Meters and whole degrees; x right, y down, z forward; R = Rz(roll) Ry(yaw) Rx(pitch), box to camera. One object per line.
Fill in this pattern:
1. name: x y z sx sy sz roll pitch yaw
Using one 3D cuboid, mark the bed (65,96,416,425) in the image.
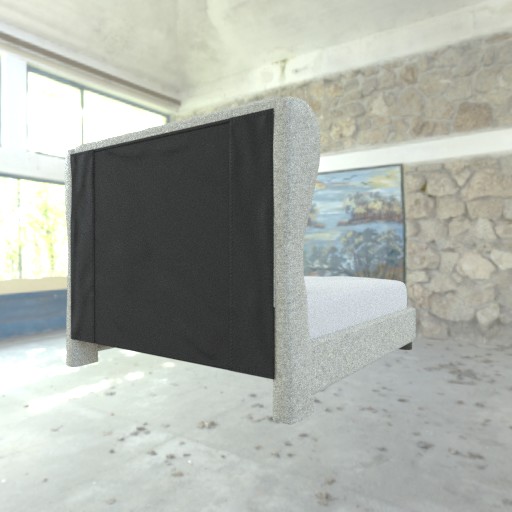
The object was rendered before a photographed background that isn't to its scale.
1. bed: 0.000 0.000 3.910 2.219 1.771 2.347 0 1 36
